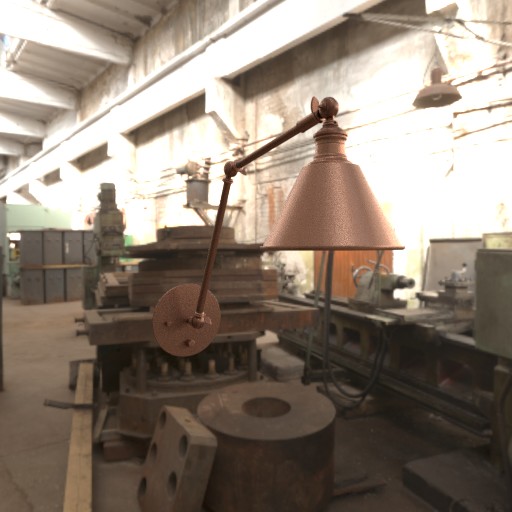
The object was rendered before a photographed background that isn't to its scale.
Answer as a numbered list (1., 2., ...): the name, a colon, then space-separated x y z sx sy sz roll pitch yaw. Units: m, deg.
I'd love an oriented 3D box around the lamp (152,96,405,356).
1. lamp: 0.000 0.000 0.862 0.223 0.502 0.624 -1 1 -36
